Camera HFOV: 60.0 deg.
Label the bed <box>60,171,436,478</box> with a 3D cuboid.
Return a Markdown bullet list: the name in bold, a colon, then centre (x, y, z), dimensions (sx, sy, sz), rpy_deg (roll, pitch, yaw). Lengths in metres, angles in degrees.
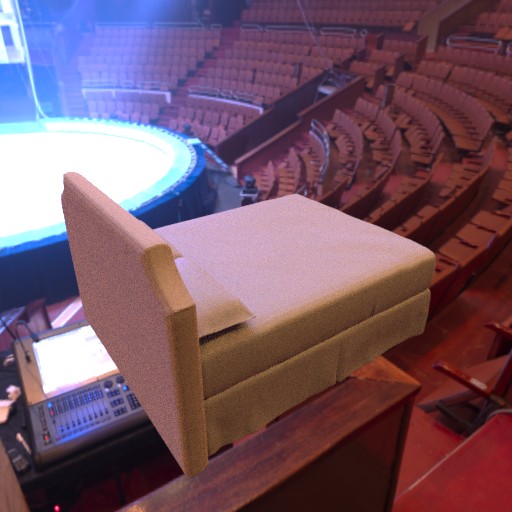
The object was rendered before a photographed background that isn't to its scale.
- **bed**: centre (0.000, 0.000, 3.241), dimensions (2.164, 1.297, 1.828), rpy_deg (-18, 33, -31)
